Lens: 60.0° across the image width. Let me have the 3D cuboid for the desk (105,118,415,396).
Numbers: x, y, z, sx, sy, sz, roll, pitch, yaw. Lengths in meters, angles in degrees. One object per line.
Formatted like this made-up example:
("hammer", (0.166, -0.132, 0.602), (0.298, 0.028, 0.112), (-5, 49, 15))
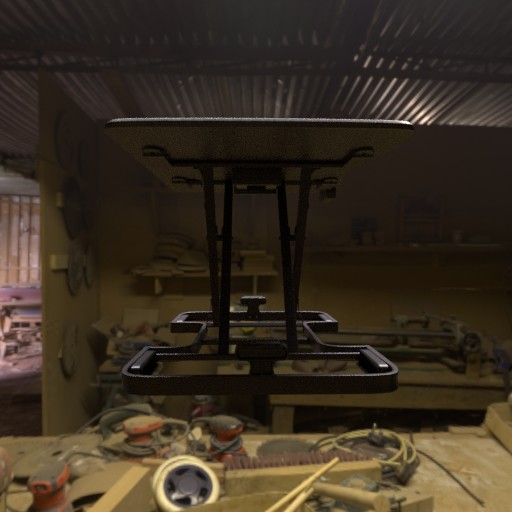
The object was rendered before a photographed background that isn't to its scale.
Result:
("desk", (0.000, 0.000, 1.148), (0.546, 0.470, 0.820), (0, 1, -1))
